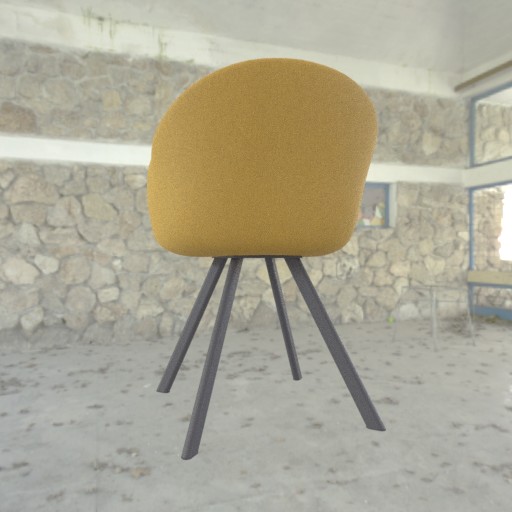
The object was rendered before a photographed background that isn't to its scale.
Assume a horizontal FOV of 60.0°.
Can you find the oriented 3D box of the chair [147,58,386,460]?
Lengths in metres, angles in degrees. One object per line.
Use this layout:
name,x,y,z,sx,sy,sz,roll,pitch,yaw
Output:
chair,0.000,0.000,1.164,0.551,0.793,0.583,0,0,-19
